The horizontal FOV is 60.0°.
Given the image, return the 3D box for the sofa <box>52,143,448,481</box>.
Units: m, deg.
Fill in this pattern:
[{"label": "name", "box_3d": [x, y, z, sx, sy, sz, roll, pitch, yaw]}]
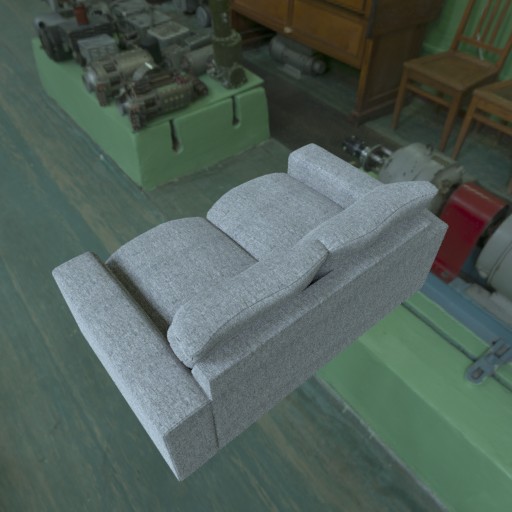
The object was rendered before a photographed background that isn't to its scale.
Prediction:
[{"label": "sofa", "box_3d": [0.000, 0.000, 2.317, 1.758, 0.877, 1.094, -31, 54, -26]}]
